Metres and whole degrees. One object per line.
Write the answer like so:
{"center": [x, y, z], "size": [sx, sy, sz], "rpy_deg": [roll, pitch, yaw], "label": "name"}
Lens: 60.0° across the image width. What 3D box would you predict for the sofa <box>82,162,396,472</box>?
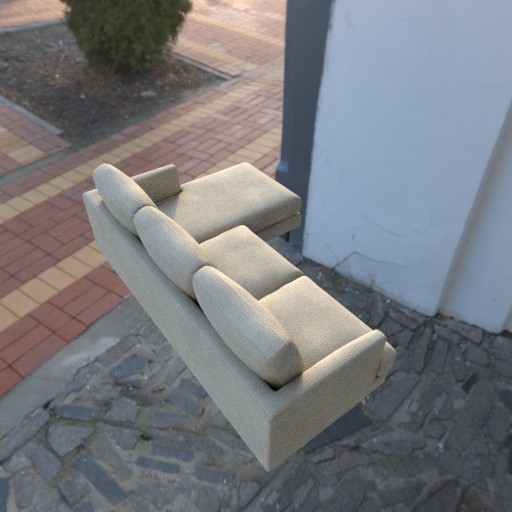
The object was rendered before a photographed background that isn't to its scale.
{"center": [0.000, 0.000, 3.024], "size": [1.504, 0.956, 2.233], "rpy_deg": [-26, 47, -27], "label": "sofa"}
